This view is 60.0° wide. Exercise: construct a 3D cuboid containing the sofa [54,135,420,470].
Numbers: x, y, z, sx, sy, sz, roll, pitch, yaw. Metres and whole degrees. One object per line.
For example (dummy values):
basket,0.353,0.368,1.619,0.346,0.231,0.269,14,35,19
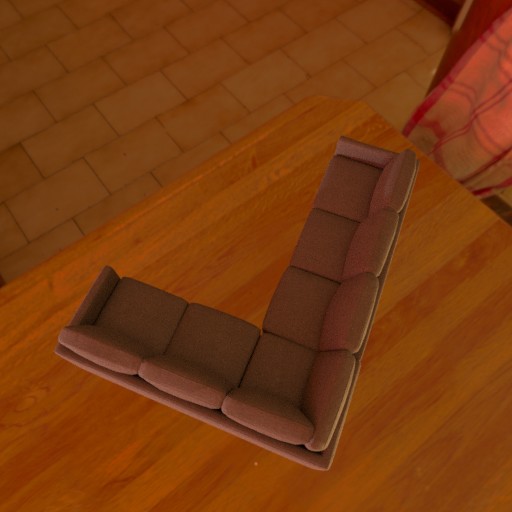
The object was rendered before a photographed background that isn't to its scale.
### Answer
sofa,0.000,0.000,4.553,2.593,0.947,3.302,20,66,9
